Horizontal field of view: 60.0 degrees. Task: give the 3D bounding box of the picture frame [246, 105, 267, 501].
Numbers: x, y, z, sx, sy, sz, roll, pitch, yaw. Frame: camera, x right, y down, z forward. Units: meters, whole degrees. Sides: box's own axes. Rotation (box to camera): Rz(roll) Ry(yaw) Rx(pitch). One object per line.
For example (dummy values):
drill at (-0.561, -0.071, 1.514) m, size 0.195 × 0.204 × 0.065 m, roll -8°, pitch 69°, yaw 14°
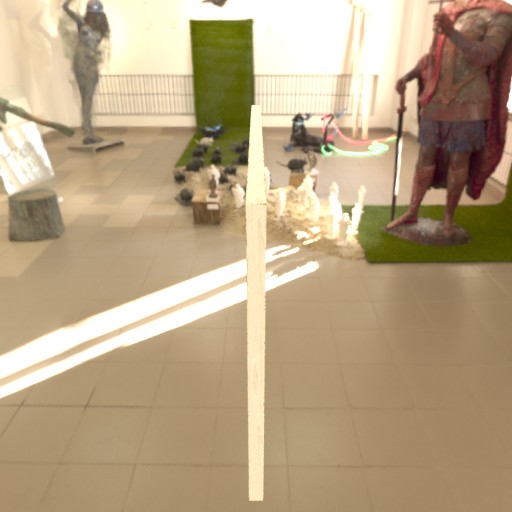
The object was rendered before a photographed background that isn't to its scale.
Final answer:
picture frame at (0.000, 0.000, 1.186) m, size 0.029 × 0.640 × 0.950 m, roll 0°, pitch 27°, yaw 0°
